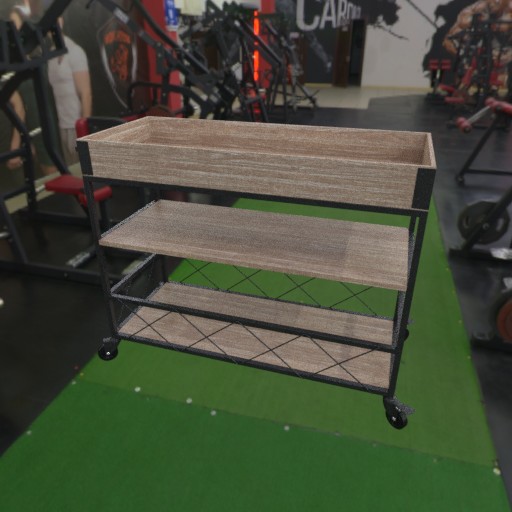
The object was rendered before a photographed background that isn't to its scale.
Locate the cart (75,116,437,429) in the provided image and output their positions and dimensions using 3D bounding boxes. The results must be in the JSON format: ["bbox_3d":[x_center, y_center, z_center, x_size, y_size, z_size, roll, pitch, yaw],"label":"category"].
[{"bbox_3d":[0.000,0.000,1.473,1.101,0.787,0.500,8,28,16],"label":"cart"}]
